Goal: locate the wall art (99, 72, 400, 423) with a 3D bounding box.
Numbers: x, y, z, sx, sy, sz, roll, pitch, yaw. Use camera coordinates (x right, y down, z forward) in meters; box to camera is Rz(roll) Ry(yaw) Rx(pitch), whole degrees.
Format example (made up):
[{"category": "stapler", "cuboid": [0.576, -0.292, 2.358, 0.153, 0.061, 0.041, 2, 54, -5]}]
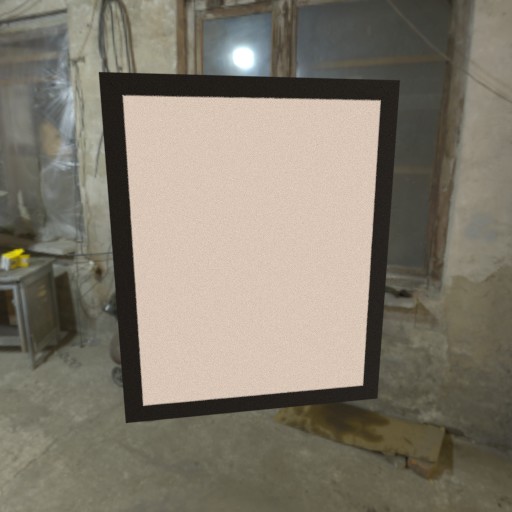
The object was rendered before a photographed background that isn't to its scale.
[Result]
[{"category": "wall art", "cuboid": [0.000, 0.000, 0.536, 0.329, 0.404, 0.024, -2, 14, -9]}]
